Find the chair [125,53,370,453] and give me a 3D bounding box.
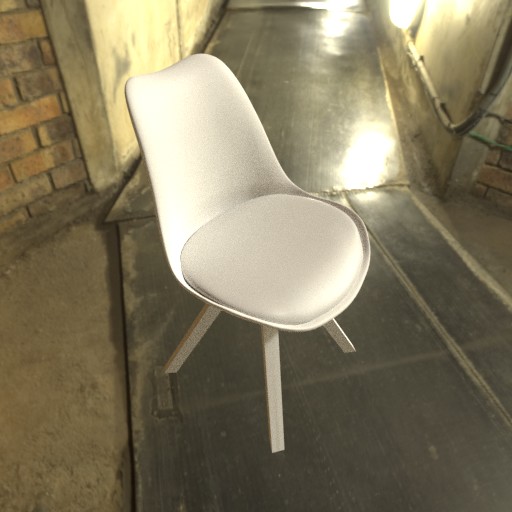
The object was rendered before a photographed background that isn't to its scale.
[{"bbox_3d":[0.000,0.000,1.143,0.550,0.850,0.485,27,48,27],"label":"chair"}]
